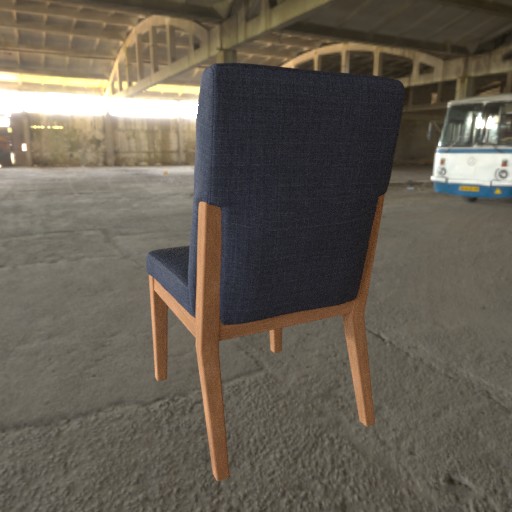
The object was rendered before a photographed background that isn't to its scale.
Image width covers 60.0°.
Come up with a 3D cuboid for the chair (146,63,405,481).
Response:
[{"bbox_3d":[0.000,0.000,1.255,0.507,0.911,0.586,-7,15,-27],"label":"chair"}]
